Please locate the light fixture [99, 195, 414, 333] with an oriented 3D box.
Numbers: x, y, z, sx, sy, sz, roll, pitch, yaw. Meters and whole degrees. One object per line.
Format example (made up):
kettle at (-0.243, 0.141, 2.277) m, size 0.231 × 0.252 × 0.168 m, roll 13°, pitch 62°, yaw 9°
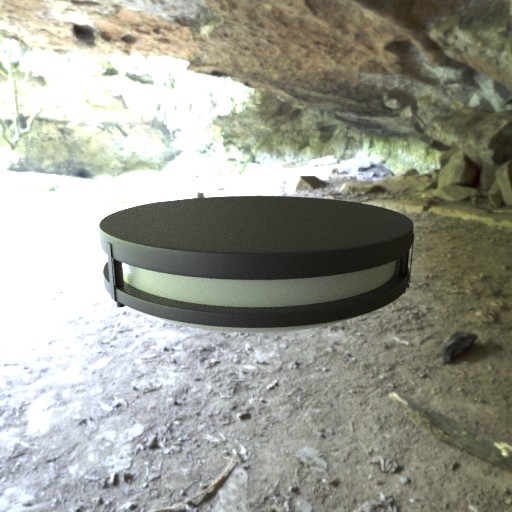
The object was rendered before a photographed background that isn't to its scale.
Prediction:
light fixture at (0.000, 0.000, 0.540) m, size 0.356 × 0.102 × 0.356 m, roll 0°, pitch 15°, yaw 0°
